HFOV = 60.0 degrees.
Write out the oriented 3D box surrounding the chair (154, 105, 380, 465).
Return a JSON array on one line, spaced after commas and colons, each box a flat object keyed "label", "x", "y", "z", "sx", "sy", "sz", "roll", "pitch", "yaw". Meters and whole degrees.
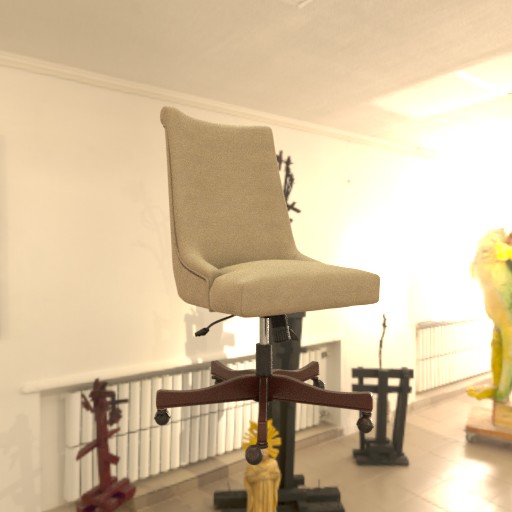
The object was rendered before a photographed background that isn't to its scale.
[{"label": "chair", "x": 0.000, "y": 0.000, "z": 1.436, "sx": 0.645, "sy": 1.010, "sz": 0.696, "roll": -1, "pitch": 1, "yaw": -36}]
